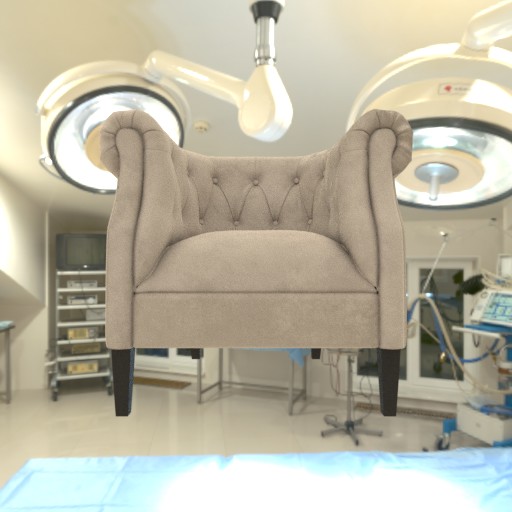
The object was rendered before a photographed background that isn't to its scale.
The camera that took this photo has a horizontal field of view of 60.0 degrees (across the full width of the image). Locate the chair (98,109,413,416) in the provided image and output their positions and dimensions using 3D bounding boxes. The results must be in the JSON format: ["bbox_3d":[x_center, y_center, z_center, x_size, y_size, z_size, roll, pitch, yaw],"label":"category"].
[{"bbox_3d":[0.000,0.000,1.526,0.904,0.826,0.851,0,0,0],"label":"chair"}]
